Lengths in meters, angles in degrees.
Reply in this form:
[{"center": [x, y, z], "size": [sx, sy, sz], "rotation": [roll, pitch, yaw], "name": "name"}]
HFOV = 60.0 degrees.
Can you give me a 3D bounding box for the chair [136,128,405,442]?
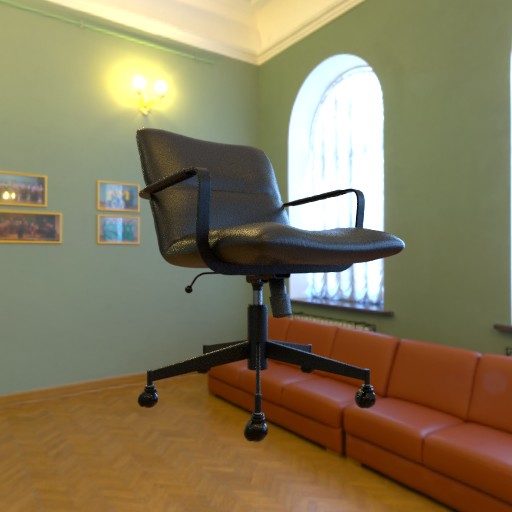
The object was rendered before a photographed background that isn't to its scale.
[{"center": [0.000, 0.000, 1.448], "size": [0.719, 0.922, 0.748], "rotation": [0, 0, -37], "name": "chair"}]
